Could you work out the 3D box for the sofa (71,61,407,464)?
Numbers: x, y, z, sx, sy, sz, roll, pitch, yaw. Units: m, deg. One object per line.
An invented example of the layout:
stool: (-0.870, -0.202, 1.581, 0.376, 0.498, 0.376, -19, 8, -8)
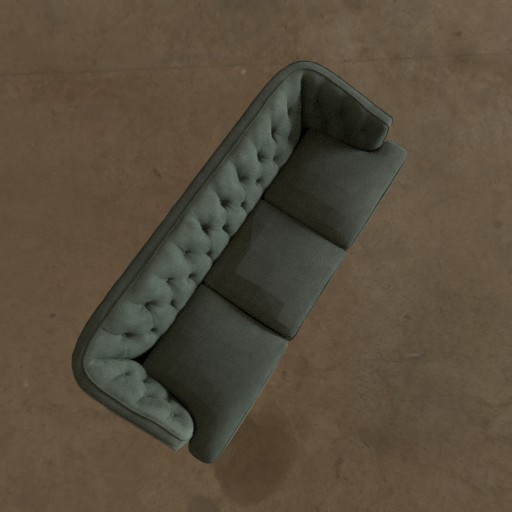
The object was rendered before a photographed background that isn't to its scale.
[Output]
sofa: (0.000, 0.000, 2.736, 0.941, 0.855, 2.278, 33, 77, 8)
